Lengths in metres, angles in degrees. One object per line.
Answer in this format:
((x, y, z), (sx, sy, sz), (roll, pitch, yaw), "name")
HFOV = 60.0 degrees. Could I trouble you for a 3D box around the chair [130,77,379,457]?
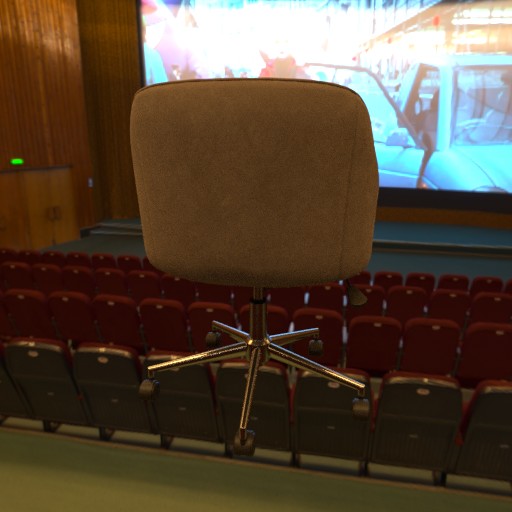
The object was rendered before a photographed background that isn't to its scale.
((0.000, 0.000, 1.185), (0.635, 0.831, 0.573), (3, 16, 10), "chair")
